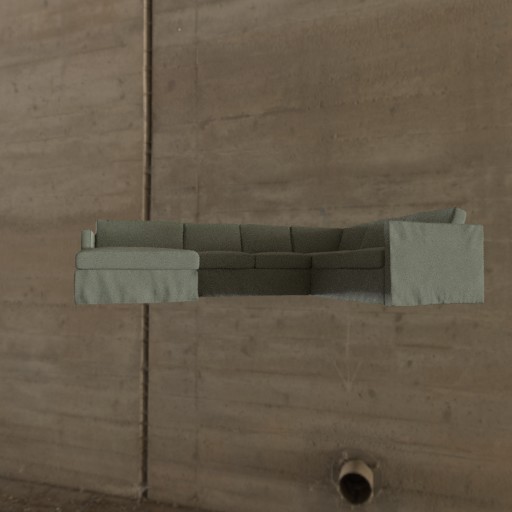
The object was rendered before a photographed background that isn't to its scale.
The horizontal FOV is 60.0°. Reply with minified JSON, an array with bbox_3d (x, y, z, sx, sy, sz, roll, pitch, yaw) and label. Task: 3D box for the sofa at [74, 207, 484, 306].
[{"bbox_3d":[0.000,0.000,4.513,3.434,0.869,2.440,0,-2,-17],"label":"sofa"}]
